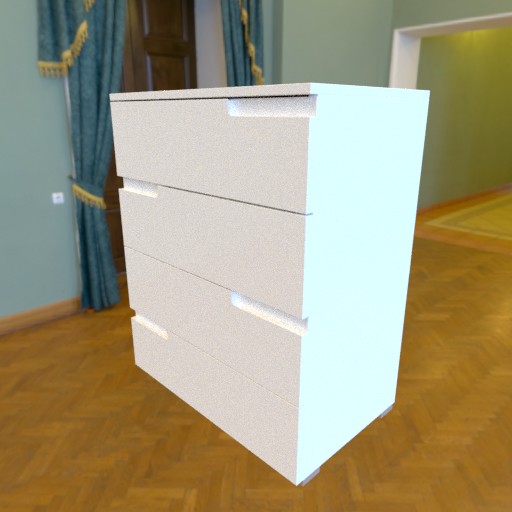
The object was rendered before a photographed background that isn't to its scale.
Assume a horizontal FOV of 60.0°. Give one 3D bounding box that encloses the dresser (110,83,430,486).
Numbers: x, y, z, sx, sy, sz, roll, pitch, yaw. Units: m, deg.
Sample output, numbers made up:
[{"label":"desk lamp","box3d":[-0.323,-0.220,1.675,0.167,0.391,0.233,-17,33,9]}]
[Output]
[{"label":"dresser","box3d":[0.000,0.000,1.154,0.400,0.800,0.650,-17,25,-42]}]
